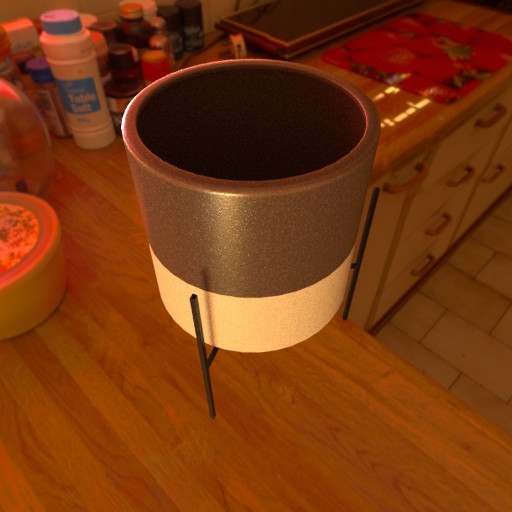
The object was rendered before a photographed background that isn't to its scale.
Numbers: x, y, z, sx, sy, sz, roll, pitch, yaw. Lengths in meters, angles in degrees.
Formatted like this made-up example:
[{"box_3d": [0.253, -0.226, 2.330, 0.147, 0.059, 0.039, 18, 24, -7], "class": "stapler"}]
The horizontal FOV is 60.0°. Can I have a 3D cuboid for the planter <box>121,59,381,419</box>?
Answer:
[{"box_3d": [0.000, 0.000, 0.520, 0.250, 0.353, 0.260, 11, 48, 10], "class": "planter"}]
